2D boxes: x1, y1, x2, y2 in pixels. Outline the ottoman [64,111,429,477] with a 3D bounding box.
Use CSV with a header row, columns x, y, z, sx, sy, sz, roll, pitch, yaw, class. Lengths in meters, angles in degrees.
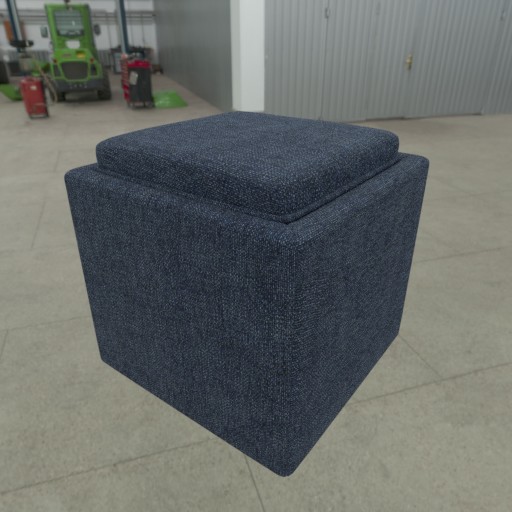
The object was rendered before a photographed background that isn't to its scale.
x,y,z,sx,sy,sz,roll,pitch,yaw,class
0.000,0.000,0.823,0.450,0.460,0.450,19,33,32,ottoman
